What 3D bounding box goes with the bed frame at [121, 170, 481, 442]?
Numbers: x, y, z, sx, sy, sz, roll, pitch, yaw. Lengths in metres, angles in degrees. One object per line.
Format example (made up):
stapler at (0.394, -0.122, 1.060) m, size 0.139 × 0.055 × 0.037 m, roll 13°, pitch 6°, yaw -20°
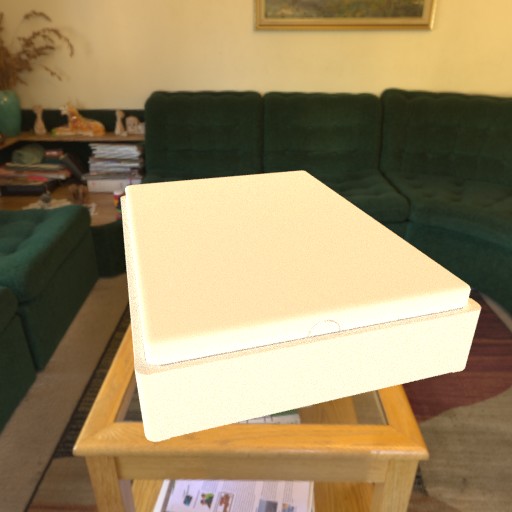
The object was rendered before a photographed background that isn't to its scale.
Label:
bed frame at (0.000, 0.000, 2.502) m, size 1.400 × 0.406 × 1.900 m, roll -8°, pitch 28°, yaw -15°
